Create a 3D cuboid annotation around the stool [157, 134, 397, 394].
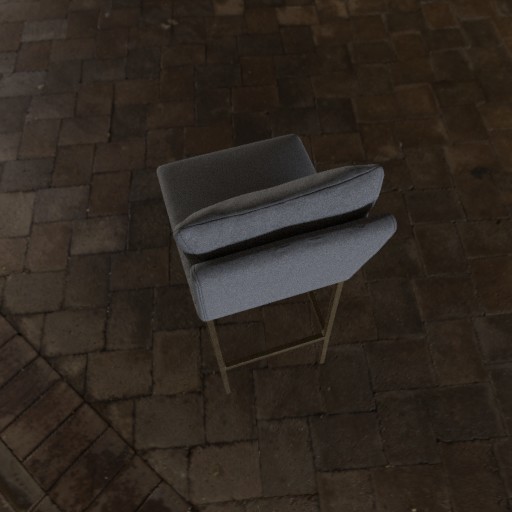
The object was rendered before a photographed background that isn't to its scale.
[{"bbox_3d":[0.000,0.000,1.421,0.463,1.130,0.569,-16,62,-8],"label":"stool"}]
